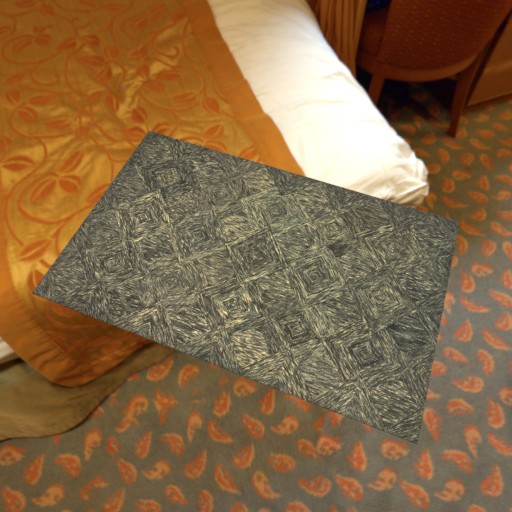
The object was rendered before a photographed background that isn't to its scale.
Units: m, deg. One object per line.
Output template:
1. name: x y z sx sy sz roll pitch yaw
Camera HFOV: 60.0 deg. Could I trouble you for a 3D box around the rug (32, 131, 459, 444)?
1. rug: 0.000 0.000 2.814 2.330 0.017 1.478 19 61 11
